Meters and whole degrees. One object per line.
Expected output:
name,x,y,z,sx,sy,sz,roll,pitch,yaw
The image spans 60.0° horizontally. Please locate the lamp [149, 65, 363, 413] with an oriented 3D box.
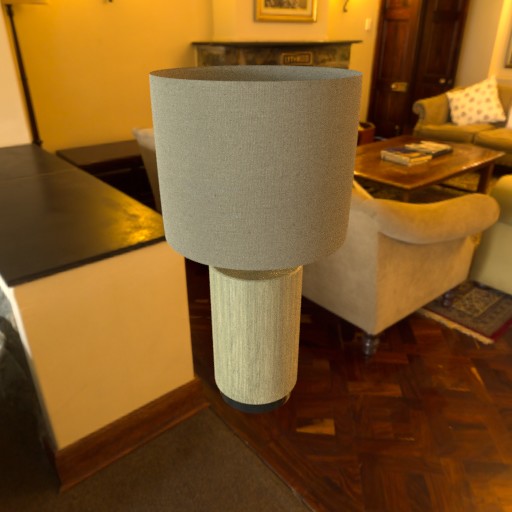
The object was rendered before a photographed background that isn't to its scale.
lamp,0.000,0.000,0.578,0.228,0.444,0.228,0,26,1
